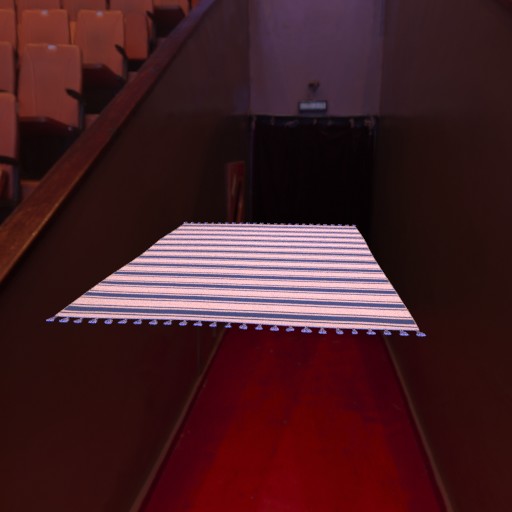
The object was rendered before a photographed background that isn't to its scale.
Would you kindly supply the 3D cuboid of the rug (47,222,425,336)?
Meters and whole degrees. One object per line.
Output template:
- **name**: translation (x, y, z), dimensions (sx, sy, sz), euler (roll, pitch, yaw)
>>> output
- **rug**: translation (0.000, 0.000, 2.885), dimensions (1.544, 0.010, 2.315), euler (1, 15, 5)
